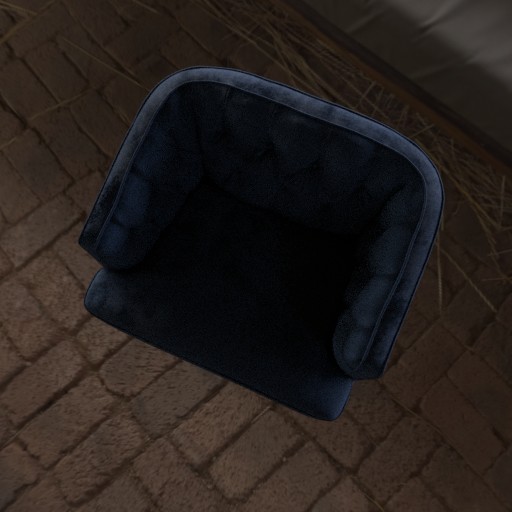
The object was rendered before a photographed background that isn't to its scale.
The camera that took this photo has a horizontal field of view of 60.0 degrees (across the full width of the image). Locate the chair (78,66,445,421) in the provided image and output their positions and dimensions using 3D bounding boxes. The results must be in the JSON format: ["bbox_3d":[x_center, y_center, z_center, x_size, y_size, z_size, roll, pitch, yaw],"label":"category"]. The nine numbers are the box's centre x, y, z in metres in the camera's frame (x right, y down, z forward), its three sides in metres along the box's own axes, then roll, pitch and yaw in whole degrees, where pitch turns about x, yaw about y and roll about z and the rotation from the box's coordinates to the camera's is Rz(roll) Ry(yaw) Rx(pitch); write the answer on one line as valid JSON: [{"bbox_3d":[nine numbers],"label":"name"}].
[{"bbox_3d":[0.000,0.000,1.723,1.094,0.852,0.940,23,76,6],"label":"chair"}]
